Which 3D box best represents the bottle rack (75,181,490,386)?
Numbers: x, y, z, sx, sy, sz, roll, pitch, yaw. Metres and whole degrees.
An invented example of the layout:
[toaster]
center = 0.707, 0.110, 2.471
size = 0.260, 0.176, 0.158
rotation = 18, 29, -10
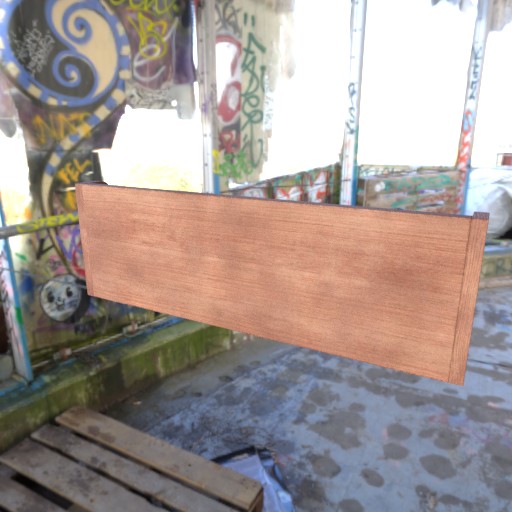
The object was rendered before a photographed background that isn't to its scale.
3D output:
[bottle rack]
center = 0.000, 0.000, 0.673
size = 0.608, 0.196, 0.126
rotation = 9, 19, 27
